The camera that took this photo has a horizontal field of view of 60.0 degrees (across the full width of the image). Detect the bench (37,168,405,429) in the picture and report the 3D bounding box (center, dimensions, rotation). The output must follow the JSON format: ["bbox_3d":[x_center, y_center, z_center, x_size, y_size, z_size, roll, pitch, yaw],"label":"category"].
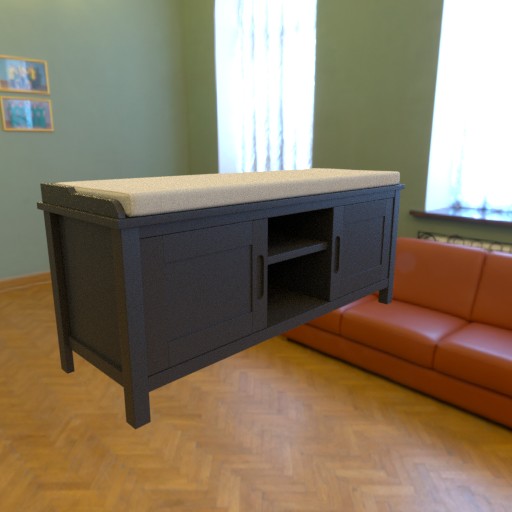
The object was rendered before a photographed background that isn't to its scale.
[{"bbox_3d":[0.000,0.000,1.402,0.398,0.501,1.140,13,19,43],"label":"bench"}]
